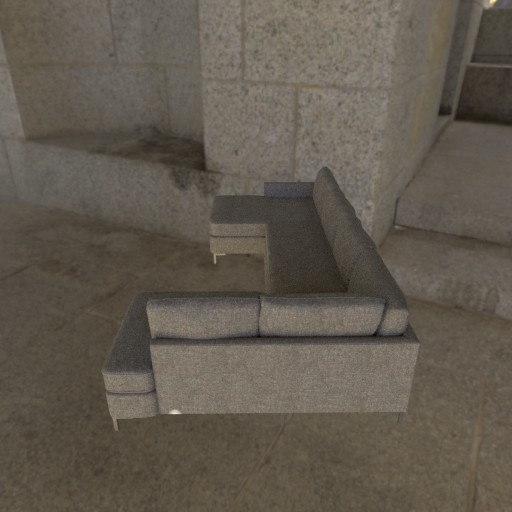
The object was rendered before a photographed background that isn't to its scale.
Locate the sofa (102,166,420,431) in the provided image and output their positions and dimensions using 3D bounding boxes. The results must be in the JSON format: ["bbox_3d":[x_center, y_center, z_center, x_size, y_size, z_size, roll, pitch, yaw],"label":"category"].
[{"bbox_3d":[0.000,0.000,4.379,2.048,0.999,3.423,0,27,-1],"label":"sofa"}]
